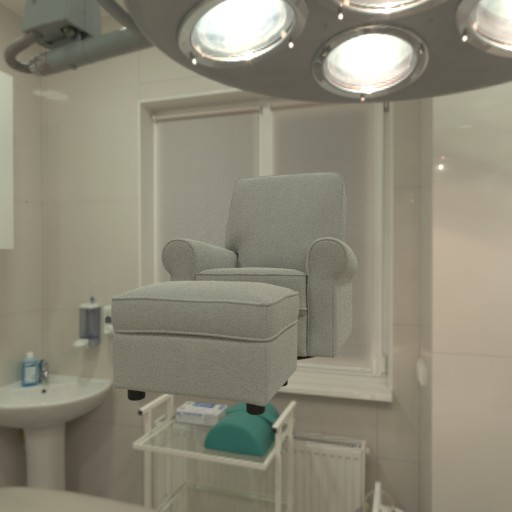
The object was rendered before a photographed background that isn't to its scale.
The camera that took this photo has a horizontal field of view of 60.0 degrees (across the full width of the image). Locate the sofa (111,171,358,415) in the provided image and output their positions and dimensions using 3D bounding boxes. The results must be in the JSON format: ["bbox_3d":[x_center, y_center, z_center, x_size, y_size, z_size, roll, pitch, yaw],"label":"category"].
[{"bbox_3d":[0.000,0.000,2.066,0.880,0.959,1.478,0,1,18],"label":"sofa"}]
